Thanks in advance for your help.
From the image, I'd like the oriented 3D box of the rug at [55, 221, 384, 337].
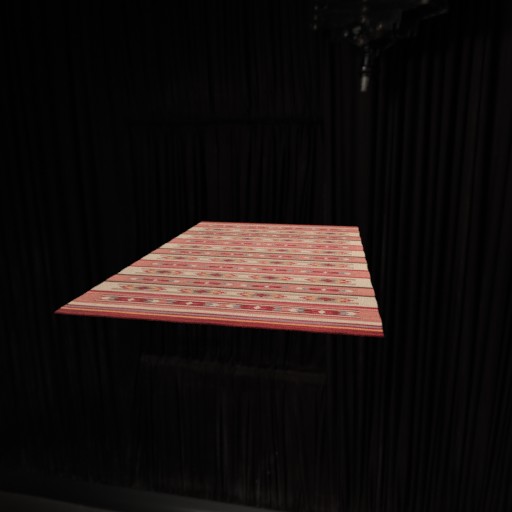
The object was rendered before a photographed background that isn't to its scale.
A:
[{"bbox_3d":[0.000,0.000,3.147,1.535,0.010,2.431,3,15,10],"label":"rug"}]
